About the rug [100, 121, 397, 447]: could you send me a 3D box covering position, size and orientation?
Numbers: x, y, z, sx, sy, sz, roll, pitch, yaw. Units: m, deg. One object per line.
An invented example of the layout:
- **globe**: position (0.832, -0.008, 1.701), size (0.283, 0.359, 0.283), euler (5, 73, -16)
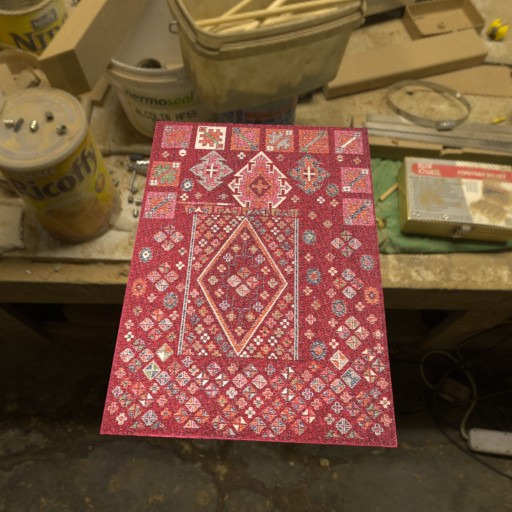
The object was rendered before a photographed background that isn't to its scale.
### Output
- **rug**: position (0.000, 0.000, 2.829), size (1.579, 0.007, 2.184), euler (2, 64, 1)
